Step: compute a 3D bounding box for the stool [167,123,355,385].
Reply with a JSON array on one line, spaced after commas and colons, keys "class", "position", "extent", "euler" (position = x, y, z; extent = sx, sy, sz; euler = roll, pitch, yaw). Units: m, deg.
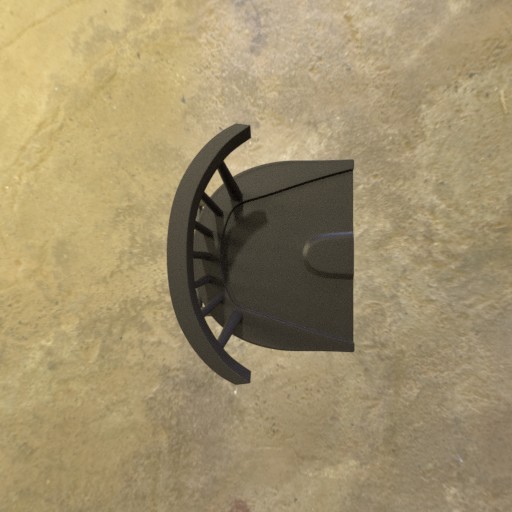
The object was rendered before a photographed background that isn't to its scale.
[{"class": "stool", "position": [0.000, 0.000, 1.250], "extent": [0.549, 0.953, 0.494], "euler": [0, 90, 0]}]
